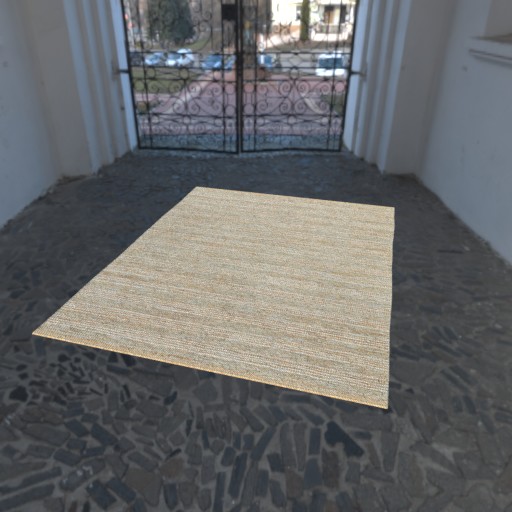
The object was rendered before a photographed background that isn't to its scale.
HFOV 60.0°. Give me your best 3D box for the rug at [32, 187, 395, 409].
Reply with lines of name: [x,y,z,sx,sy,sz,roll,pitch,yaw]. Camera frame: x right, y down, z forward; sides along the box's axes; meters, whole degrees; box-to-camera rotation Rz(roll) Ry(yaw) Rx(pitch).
rug: [0.000,0.000,4.136,2.471,0.012,3.034,8,31,14]
